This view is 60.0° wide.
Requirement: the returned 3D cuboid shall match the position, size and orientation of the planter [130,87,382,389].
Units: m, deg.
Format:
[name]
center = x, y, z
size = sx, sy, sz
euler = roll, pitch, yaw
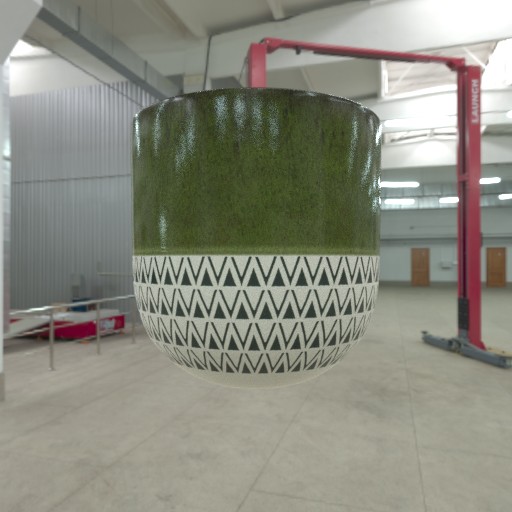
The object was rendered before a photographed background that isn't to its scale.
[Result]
[planter]
center = 0.000, 0.000, 0.487
size = 0.266, 0.270, 0.266
euler = 0, 0, 0
